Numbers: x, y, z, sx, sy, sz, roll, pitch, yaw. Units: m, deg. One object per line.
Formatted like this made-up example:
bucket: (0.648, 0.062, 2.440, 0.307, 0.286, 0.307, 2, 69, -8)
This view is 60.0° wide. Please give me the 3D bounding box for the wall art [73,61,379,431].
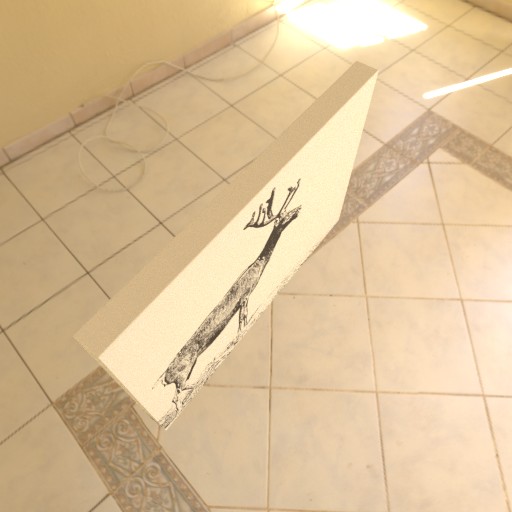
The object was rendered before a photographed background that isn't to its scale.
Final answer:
wall art: (0.000, 0.000, 0.780, 0.042, 0.414, 0.608, 33, 64, 19)
